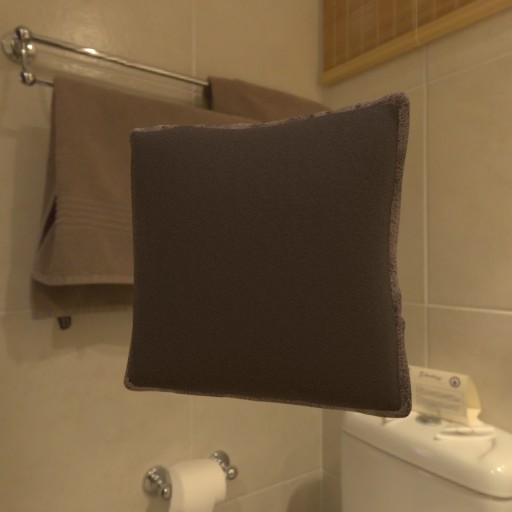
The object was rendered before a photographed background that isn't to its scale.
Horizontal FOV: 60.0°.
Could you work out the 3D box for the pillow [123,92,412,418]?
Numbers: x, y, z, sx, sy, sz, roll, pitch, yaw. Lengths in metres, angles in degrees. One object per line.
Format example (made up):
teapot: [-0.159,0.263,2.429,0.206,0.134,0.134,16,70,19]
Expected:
pillow: [0.000,0.000,0.790,0.522,0.520,0.204,0,-1,18]
